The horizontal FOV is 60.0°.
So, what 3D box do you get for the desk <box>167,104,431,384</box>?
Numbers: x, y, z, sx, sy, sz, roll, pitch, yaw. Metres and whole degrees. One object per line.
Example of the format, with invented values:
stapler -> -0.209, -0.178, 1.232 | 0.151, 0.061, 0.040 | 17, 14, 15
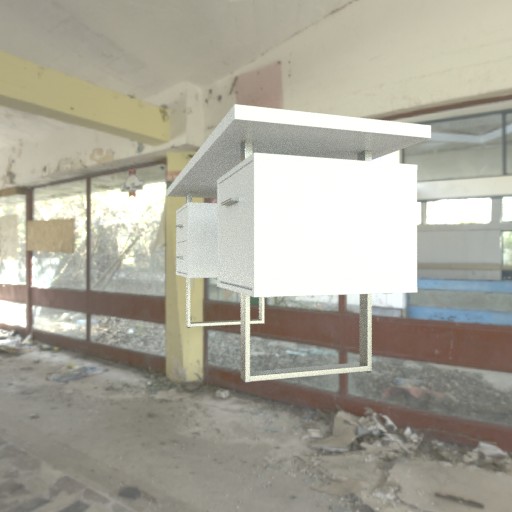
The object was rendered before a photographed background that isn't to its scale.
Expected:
desk -> 0.000, 0.000, 1.949 | 0.603, 0.773, 1.530 | 0, 0, -18
